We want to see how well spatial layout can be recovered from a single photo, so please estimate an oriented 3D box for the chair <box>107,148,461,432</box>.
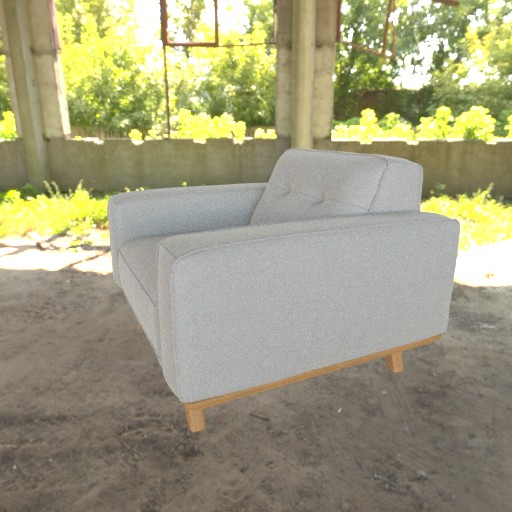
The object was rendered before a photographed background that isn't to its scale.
[{"bbox_3d":[0.000,0.000,1.711,0.953,0.779,1.115,-8,18,-24],"label":"chair"}]
